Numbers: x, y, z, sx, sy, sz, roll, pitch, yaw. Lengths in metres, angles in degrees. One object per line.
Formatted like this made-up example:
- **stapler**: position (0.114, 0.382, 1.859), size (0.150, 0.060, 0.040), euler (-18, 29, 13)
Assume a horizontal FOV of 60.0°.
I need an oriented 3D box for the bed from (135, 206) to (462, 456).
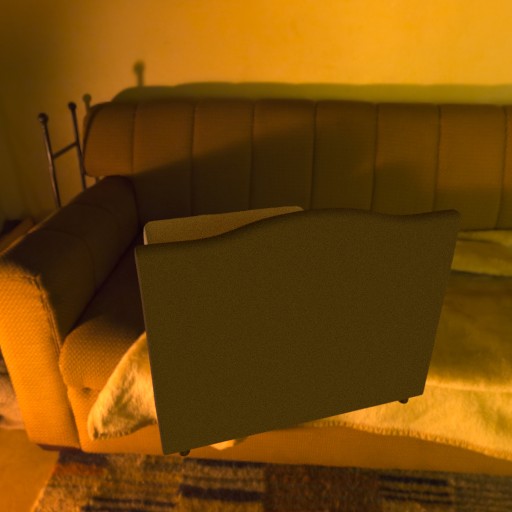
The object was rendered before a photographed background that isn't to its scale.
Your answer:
- **bed**: position (0.000, 0.000, 3.220), size (1.666, 1.387, 2.036), euler (-7, 27, -15)
